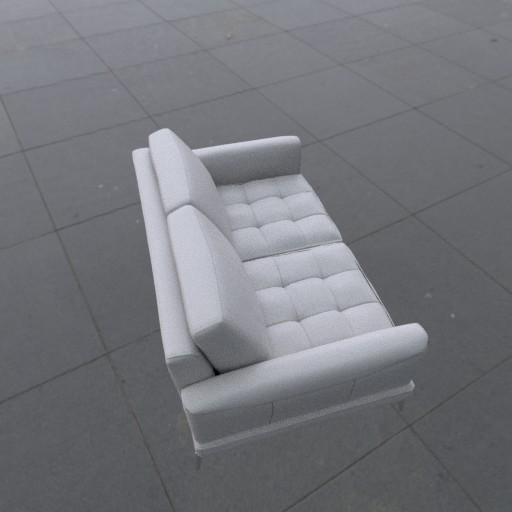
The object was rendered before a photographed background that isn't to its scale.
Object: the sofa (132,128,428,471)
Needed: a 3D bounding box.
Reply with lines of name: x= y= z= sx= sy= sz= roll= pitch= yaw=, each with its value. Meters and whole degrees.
sofa: x=0.000 y=0.000 z=2.479 sx=1.121 sy=0.930 sz=1.819 roll=-12 pitch=47 yaw=-11
